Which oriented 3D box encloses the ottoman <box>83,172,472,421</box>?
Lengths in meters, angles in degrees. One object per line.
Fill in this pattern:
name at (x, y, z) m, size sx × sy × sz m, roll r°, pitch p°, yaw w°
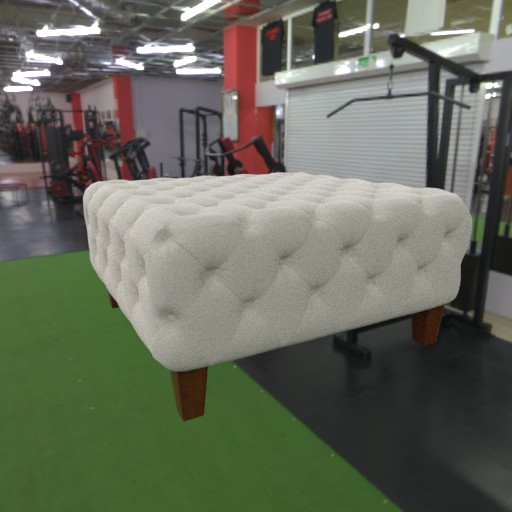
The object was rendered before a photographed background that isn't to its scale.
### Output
ottoman at (0.000, 0.000, 1.174) m, size 0.755 × 0.376 × 0.753 m, roll -8°, pitch 17°, yaw -28°
